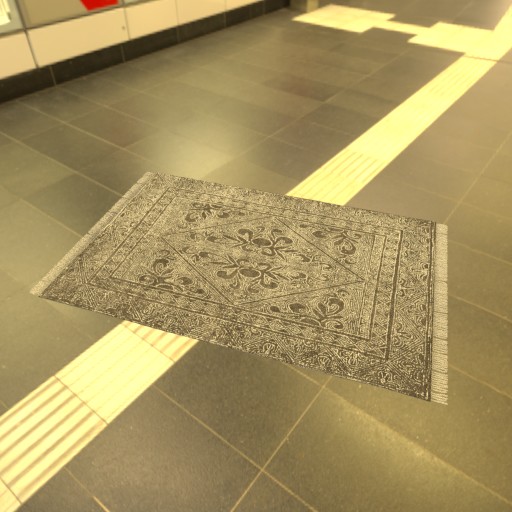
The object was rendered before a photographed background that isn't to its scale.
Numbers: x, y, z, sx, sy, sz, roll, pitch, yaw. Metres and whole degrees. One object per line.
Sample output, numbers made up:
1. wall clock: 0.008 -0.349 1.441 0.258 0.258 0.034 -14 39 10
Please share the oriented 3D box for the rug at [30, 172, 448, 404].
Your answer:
1. rug: 0.000 0.000 2.969 2.440 0.010 1.529 12 43 13
